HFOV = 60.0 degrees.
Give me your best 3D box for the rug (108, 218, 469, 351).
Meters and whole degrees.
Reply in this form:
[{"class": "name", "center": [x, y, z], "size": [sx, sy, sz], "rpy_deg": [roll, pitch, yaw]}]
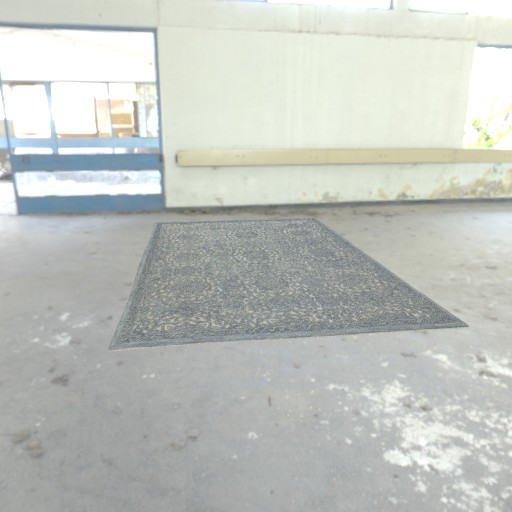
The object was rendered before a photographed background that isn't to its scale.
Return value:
[{"class": "rug", "center": [0.000, 0.000, 3.022], "size": [1.535, 0.022, 2.498], "rpy_deg": [-2, 16, -8]}]
